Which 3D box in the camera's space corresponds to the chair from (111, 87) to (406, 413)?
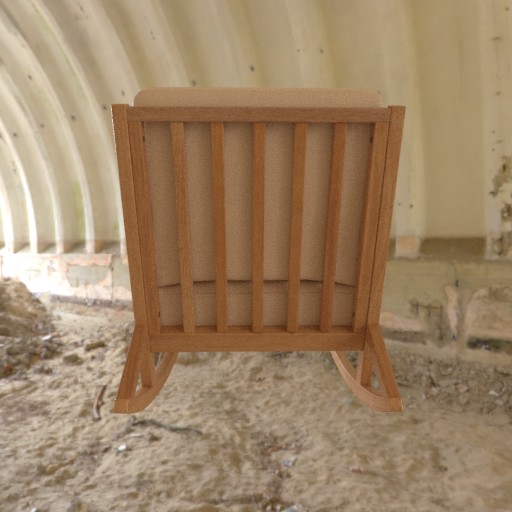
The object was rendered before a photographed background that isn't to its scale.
[{"bbox_3d":[0.000,0.000,1.361,0.622,0.790,0.857,0,0,-1],"label":"chair"}]
